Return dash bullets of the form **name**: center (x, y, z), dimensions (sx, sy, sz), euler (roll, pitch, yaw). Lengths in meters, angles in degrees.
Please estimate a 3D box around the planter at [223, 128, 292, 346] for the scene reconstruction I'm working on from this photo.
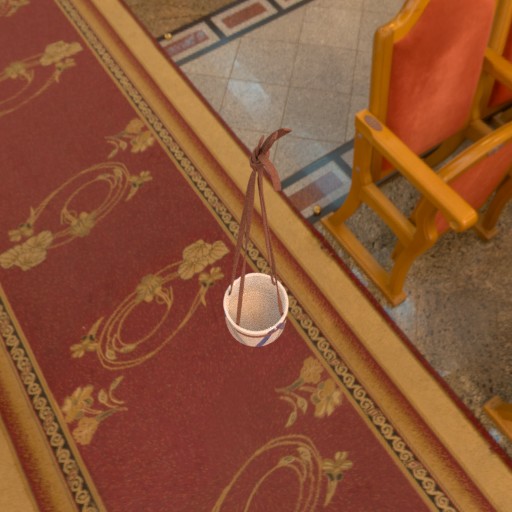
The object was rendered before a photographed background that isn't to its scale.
- **planter**: center (0.000, 0.000, 0.820), dimensions (0.153, 0.753, 0.157), euler (-31, 67, -15)
